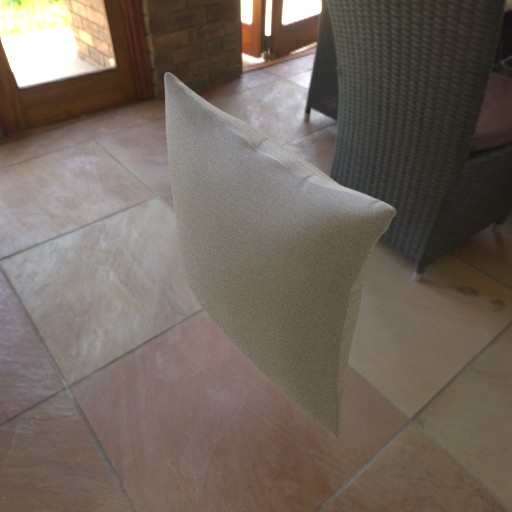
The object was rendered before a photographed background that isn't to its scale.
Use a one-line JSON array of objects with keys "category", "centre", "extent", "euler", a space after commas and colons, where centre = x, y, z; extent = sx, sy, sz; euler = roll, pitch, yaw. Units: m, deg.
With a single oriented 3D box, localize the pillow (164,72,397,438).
[{"category": "pillow", "centre": [0.000, 0.000, 0.777], "extent": [0.204, 0.497, 0.512], "euler": [-26, 48, -26]}]
